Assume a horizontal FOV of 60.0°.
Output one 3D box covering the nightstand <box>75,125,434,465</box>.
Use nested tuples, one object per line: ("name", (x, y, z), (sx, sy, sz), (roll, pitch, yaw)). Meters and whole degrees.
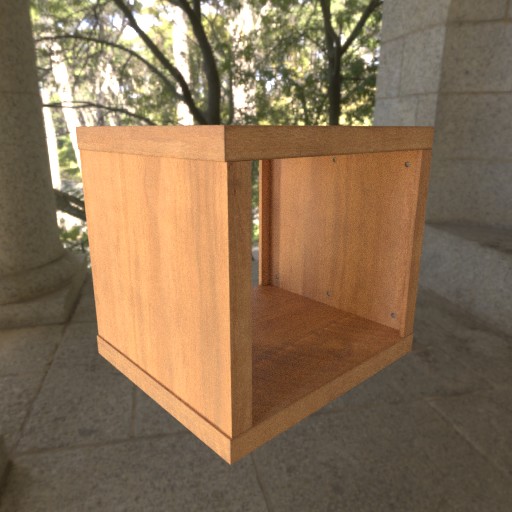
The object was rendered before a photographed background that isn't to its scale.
("nightstand", (0.000, 0.000, 0.873), (0.493, 0.491, 0.436), (-14, 21, -40))
